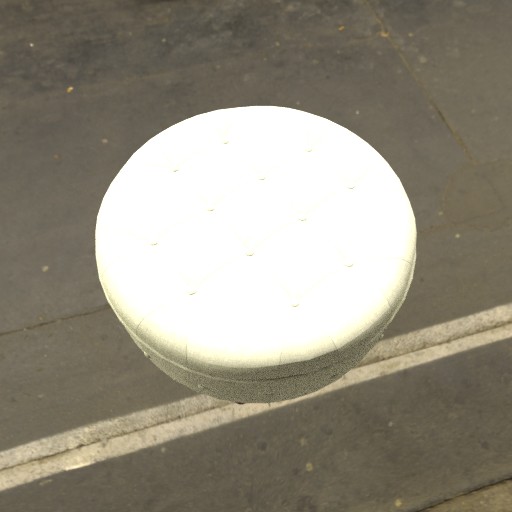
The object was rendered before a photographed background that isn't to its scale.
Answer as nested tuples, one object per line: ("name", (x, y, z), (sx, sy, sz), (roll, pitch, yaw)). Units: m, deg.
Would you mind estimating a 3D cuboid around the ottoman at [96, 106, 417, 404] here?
("ottoman", (0.000, 0.000, 1.335), (0.850, 0.483, 0.850), (0, 59, 0))
